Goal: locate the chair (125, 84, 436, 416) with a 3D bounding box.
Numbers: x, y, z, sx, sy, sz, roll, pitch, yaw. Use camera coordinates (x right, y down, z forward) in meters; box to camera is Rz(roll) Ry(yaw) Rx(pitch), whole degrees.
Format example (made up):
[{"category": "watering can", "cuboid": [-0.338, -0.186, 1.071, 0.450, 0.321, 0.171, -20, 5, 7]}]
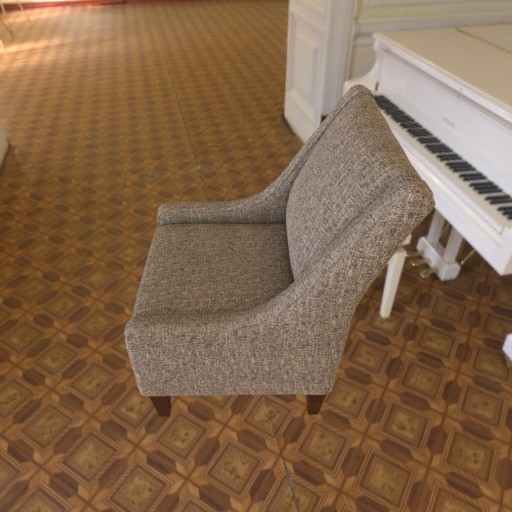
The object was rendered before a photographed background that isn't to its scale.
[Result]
[{"category": "chair", "cuboid": [0.000, 0.000, 1.650, 0.870, 1.014, 0.774, -1, 40, -1]}]
